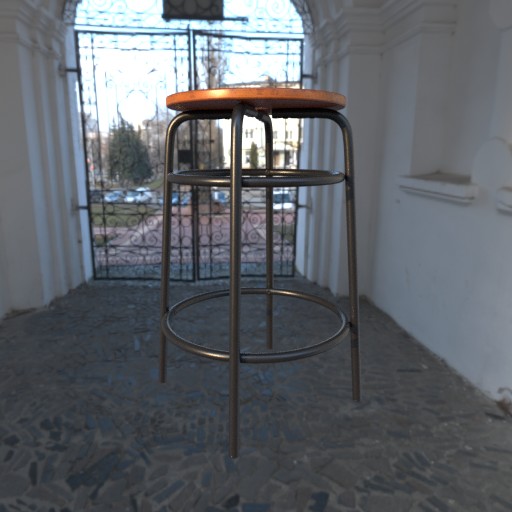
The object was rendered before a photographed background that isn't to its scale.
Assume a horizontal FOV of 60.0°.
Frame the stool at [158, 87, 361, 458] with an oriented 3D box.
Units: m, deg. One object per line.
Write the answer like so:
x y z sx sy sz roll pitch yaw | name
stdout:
0.000 0.000 0.909 0.455 0.610 0.455 2 14 10 | stool
